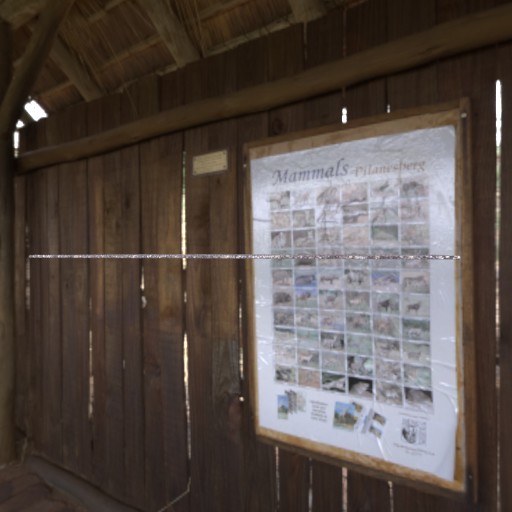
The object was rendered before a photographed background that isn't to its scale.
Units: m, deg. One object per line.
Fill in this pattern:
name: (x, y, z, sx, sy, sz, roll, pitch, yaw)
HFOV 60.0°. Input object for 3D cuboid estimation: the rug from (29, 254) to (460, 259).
rug: (0.000, 0.000, 2.298, 1.814, 0.012, 1.186, 0, 0, 18)
